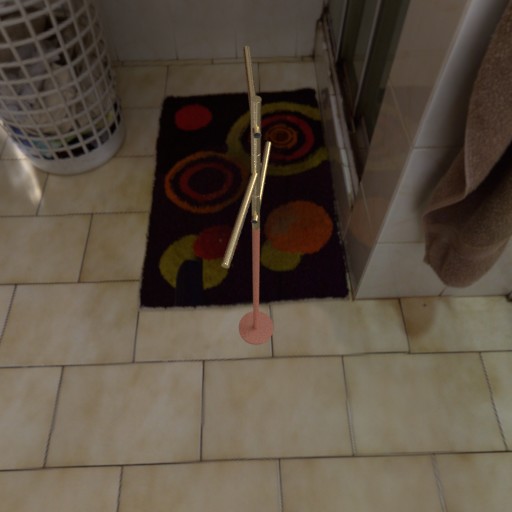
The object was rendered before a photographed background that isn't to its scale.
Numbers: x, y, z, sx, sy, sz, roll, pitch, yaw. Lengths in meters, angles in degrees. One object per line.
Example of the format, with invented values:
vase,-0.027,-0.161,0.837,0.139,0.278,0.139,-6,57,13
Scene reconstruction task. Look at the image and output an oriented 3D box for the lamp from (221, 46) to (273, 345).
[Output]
lamp,0.000,0.000,1.960,0.209,1.704,0.737,0,59,0
